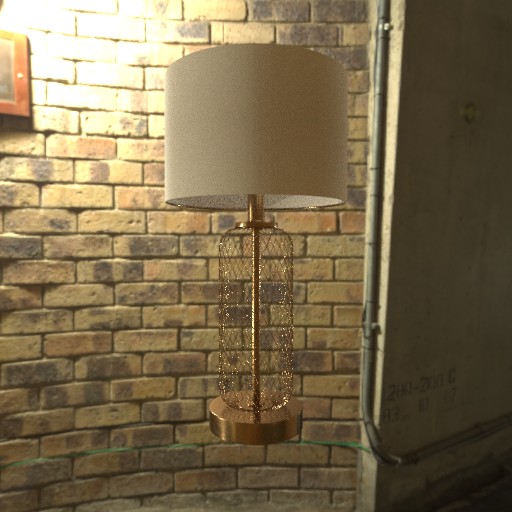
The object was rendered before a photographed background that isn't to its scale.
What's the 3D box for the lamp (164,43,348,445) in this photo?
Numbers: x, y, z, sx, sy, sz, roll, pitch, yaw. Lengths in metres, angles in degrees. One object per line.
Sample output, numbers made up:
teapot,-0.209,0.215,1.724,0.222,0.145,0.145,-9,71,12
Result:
lamp,0.000,0.000,0.628,0.252,0.483,0.252,1,2,19
